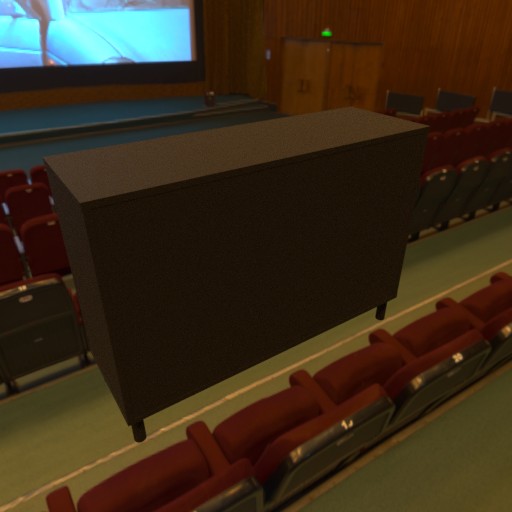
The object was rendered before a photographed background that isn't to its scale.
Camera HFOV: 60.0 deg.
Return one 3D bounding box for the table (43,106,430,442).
[{"bbox_3d":[0.000,0.000,1.621,1.200,0.855,0.400,-19,35,-29],"label":"table"}]
